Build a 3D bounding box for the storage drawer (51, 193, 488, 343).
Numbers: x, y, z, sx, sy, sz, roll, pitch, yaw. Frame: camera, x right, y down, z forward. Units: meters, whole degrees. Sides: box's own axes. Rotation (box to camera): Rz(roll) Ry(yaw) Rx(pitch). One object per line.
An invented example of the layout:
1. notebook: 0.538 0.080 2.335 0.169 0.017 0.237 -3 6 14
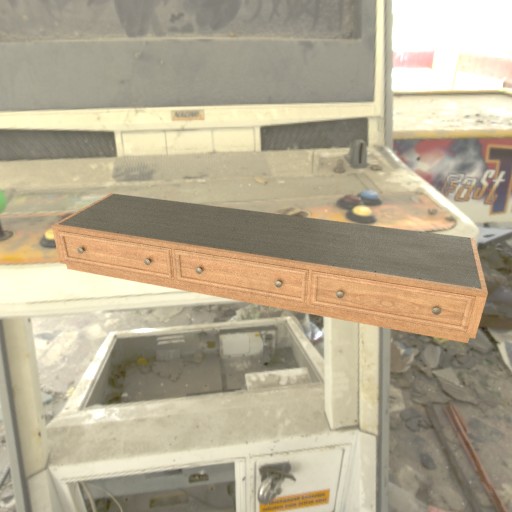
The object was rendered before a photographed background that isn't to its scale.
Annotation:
1. storage drawer: 0.000 0.000 2.247 2.032 0.264 0.538 9 29 16
